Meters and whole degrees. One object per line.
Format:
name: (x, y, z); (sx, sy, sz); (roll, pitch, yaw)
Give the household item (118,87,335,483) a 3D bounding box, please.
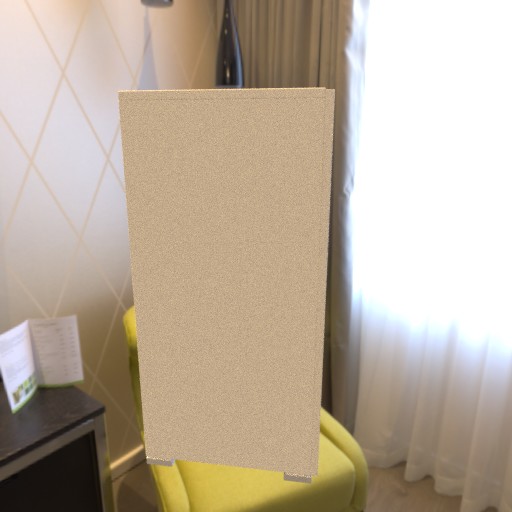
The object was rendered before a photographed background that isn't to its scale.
household item: (0.000, 0.000, 1.332); (0.420, 0.870, 0.800); (2, 16, 9)
